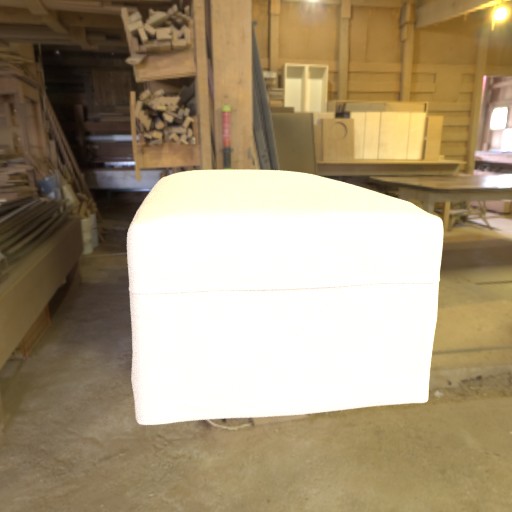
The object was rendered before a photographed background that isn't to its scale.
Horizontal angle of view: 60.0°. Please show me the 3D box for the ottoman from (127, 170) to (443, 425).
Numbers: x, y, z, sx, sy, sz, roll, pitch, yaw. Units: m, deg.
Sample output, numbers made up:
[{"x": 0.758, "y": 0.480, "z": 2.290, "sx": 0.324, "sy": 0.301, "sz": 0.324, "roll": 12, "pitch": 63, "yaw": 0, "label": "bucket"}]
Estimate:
[{"x": 0.000, "y": 0.000, "z": 1.202, "sx": 0.590, "sy": 0.444, "sz": 0.872, "roll": -2, "pitch": 15, "yaw": -8, "label": "ottoman"}]
